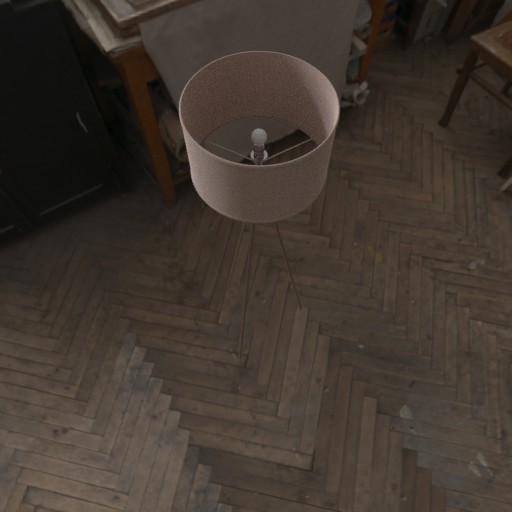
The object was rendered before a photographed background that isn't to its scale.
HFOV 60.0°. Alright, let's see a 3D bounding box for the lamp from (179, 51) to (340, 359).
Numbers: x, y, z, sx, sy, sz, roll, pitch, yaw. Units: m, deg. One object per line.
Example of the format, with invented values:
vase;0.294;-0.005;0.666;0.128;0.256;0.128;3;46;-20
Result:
lamp;0.000;0.000;1.793;0.449;1.545;0.460;16;63;8
